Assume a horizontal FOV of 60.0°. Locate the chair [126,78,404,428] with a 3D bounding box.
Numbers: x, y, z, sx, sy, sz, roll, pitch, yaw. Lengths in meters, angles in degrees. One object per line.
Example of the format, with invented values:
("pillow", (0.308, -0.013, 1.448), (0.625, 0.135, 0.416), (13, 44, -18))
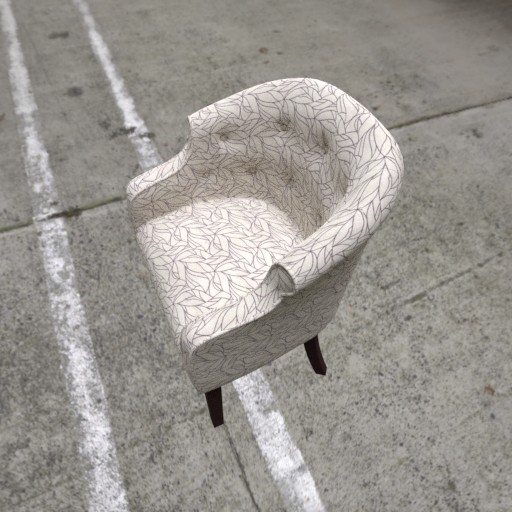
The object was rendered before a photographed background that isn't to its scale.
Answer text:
("chair", (0.000, 0.000, 1.312), (0.613, 0.858, 0.686), (-18, 51, -16))
